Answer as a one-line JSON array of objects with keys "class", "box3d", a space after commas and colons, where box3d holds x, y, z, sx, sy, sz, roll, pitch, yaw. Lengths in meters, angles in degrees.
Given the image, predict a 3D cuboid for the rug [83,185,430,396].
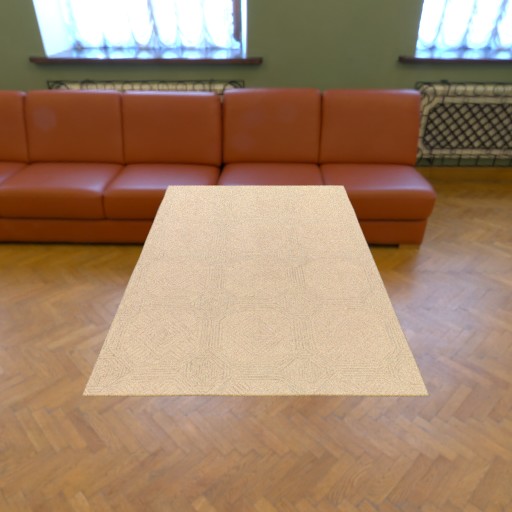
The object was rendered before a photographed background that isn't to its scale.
[{"class": "rug", "box3d": [0.000, 0.000, 2.338, 1.236, 0.009, 1.839, 0, 32, 0]}]
